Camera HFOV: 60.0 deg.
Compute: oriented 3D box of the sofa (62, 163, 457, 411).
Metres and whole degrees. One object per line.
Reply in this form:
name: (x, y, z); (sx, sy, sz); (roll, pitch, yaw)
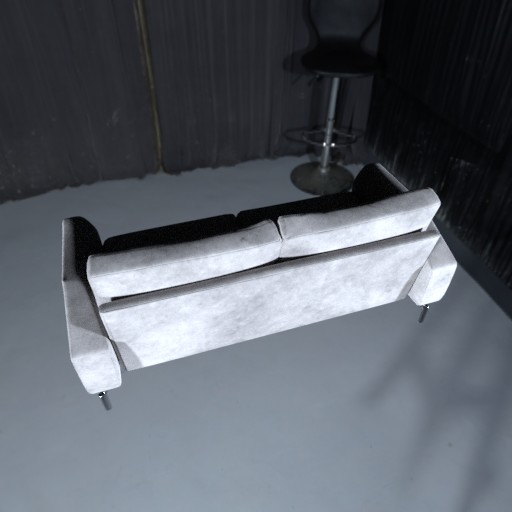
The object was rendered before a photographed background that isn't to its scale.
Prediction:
sofa: (0.000, 0.000, 2.308); (1.837, 0.859, 0.849); (-12, 43, -13)
